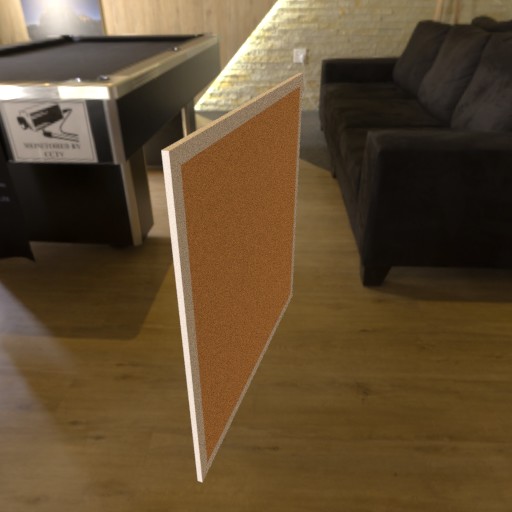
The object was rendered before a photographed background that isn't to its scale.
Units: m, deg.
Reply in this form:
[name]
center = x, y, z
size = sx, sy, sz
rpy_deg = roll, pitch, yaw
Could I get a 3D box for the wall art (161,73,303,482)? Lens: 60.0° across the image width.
[wall art]
center = 0.000, 0.000, 0.820
size = 0.009, 0.559, 0.558
rpy_deg = 10, 32, 17
